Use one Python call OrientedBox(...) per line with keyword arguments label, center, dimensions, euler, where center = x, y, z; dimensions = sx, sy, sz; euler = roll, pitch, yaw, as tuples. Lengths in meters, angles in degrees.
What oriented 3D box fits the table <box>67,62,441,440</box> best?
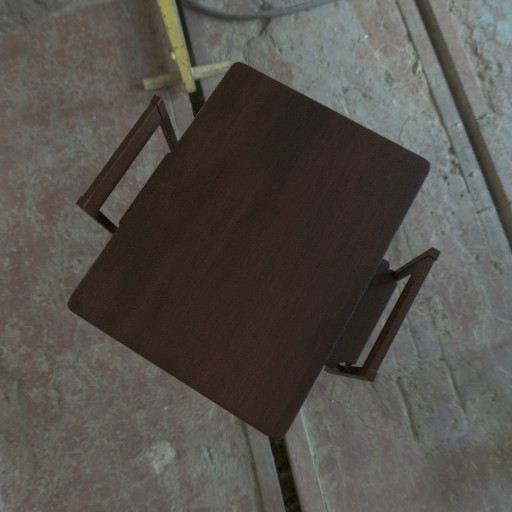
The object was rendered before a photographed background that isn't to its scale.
OrientedBox(label="table", center=(0.000, 0.000, 1.115), dimensions=(0.672, 0.503, 0.650), euler=(30, 79, 7))
